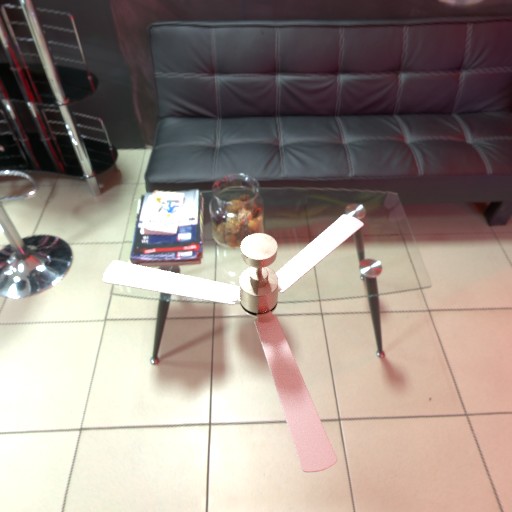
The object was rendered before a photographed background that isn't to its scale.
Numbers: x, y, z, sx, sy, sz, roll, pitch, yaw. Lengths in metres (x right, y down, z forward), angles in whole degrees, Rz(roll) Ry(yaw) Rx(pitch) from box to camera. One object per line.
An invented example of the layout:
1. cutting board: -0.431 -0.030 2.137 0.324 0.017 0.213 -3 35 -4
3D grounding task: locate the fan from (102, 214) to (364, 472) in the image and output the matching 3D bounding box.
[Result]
1. fan: 0.000 0.000 2.334 1.561 0.446 1.531 24 52 20
